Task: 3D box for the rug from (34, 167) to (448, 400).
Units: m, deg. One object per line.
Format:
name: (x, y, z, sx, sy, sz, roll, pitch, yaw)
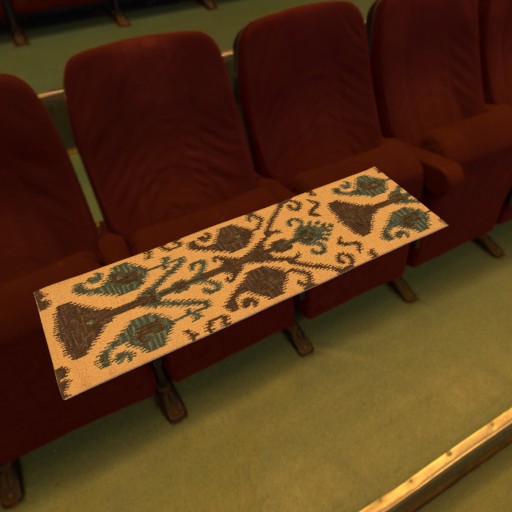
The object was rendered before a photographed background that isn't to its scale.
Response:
rug: (0.000, 0.000, 2.509, 2.301, 0.017, 0.692, -22, 50, -20)
